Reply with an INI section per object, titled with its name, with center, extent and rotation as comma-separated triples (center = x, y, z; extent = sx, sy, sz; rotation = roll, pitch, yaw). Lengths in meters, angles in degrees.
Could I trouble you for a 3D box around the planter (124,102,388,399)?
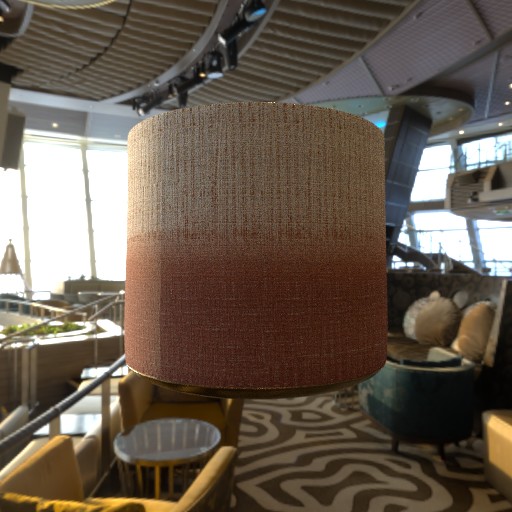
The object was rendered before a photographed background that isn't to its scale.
[planter]
center = 0.000, 0.000, 0.313
extent = 0.178, 0.157, 0.178
rotation = 0, -1, 0
